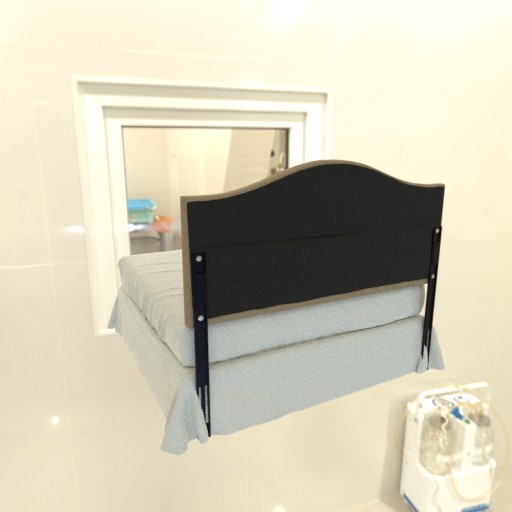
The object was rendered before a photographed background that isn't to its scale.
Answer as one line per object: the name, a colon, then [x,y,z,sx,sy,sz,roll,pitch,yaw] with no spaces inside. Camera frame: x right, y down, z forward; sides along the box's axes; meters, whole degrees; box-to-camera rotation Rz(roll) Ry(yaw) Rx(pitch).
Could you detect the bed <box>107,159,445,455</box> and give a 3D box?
bed: [0.000,0.000,3.785,2.311,1.651,2.222,-7,15,-26]
